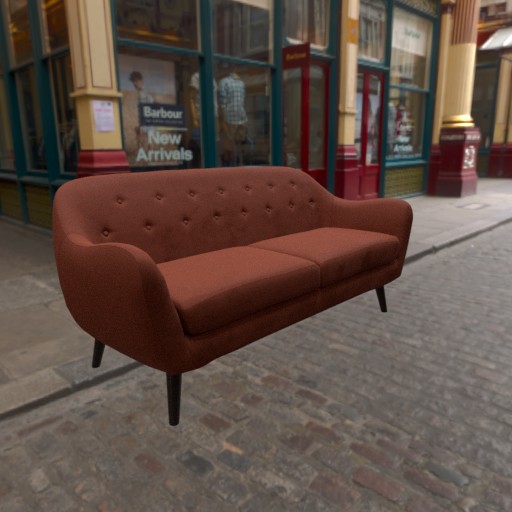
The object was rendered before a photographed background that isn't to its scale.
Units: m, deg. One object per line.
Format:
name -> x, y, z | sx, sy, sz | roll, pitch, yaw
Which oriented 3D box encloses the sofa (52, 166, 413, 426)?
sofa -> 0.000, 0.000, 2.222 | 0.820, 0.836, 1.840 | 13, 19, 42
